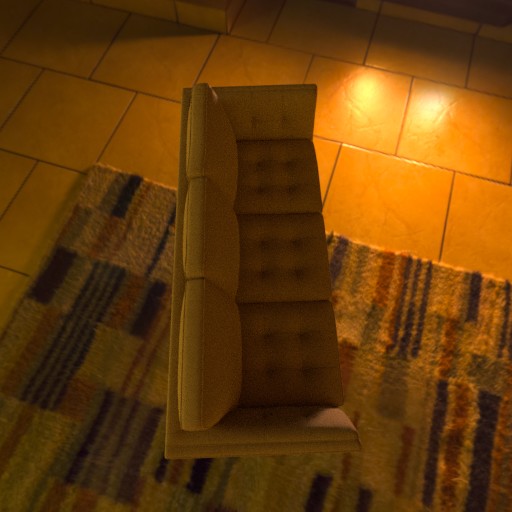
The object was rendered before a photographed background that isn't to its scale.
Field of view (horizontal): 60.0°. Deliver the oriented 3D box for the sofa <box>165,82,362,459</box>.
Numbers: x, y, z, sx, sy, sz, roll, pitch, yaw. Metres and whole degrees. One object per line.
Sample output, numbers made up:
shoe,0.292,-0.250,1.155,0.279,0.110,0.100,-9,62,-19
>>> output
sofa,0.000,0.000,2.898,0.965,0.940,2.388,-2,65,-1
